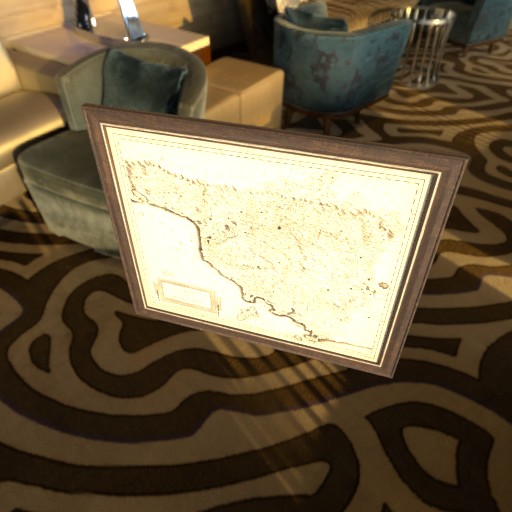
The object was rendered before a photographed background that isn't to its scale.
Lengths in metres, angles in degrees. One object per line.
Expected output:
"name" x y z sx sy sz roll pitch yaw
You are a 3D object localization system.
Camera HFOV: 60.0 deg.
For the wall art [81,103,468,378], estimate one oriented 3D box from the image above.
"wall art" 0.000 0.000 1.432 1.033 0.875 0.023 12 42 13
